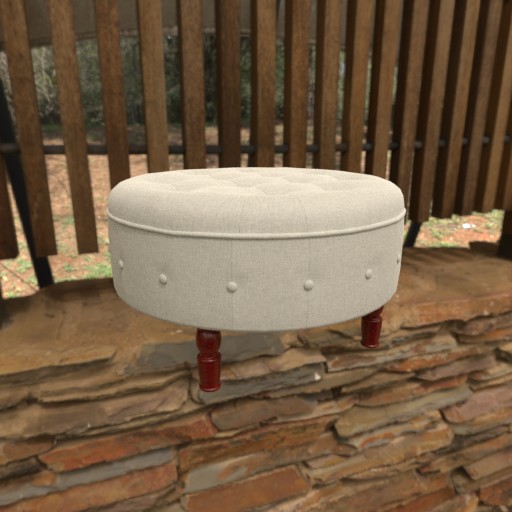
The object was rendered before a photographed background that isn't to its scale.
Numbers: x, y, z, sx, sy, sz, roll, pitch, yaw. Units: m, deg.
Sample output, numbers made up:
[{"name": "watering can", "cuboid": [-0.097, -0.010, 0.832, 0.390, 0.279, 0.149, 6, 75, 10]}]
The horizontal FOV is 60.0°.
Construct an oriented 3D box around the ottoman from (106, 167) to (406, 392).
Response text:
[{"name": "ottoman", "cuboid": [0.000, 0.000, 1.365, 0.850, 0.483, 0.850, 0, 16, 0]}]
